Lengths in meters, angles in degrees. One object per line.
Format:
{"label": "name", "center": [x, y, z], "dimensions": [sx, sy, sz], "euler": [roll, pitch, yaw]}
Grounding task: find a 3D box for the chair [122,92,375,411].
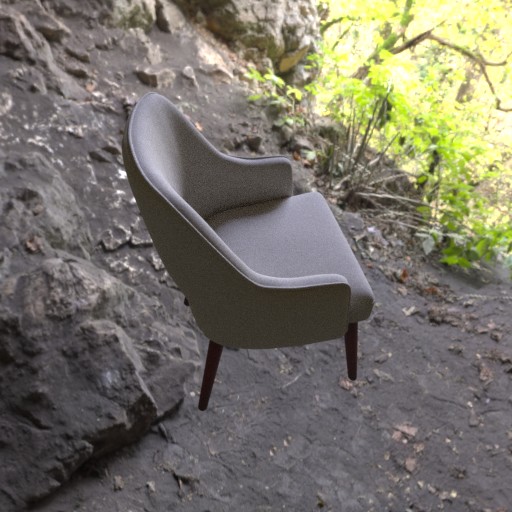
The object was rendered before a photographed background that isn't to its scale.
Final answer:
{"label": "chair", "center": [0.000, 0.000, 1.251], "dimensions": [0.580, 0.840, 0.560], "euler": [-9, 47, -9]}
